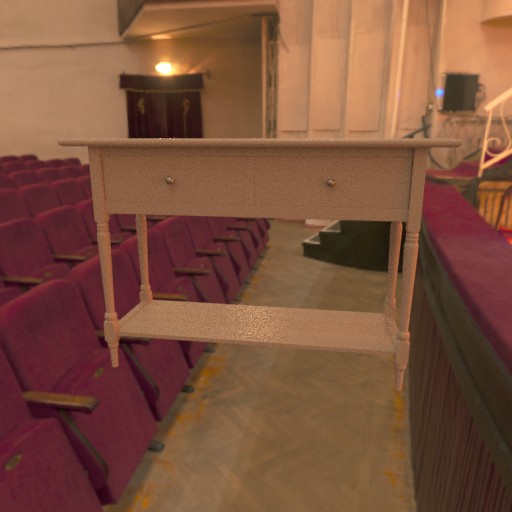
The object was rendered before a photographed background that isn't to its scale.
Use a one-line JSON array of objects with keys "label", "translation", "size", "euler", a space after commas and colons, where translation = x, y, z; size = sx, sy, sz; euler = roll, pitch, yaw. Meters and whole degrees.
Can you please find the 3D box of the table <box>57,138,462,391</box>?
[{"label": "table", "translation": [0.000, 0.000, 1.579], "size": [1.197, 0.808, 0.384], "euler": [2, 15, 9]}]
